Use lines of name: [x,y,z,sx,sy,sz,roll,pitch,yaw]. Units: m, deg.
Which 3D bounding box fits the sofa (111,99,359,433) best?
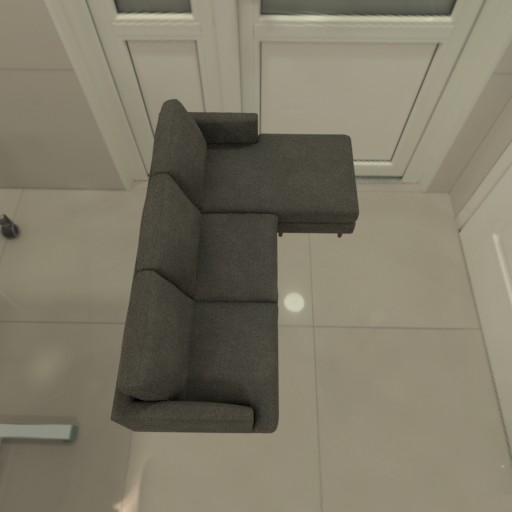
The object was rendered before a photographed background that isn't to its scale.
sofa: [0.000,0.000,3.024,1.504,0.956,2.233,1,62,0]
